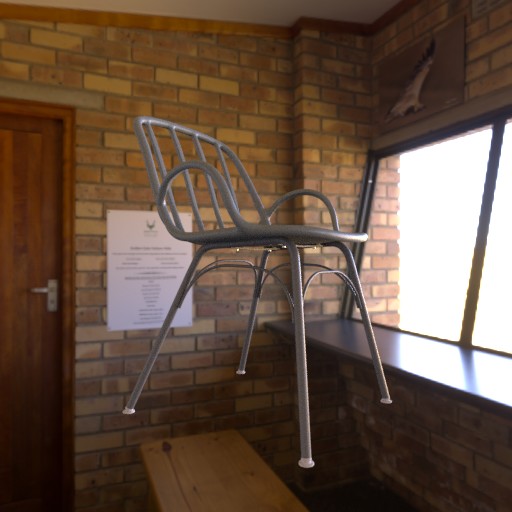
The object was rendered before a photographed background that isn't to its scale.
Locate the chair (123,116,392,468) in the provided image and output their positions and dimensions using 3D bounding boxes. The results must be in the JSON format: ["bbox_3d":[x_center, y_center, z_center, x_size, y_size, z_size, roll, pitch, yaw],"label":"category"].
[{"bbox_3d":[0.000,0.000,1.218,0.597,0.816,0.549,0,0,35],"label":"chair"}]
